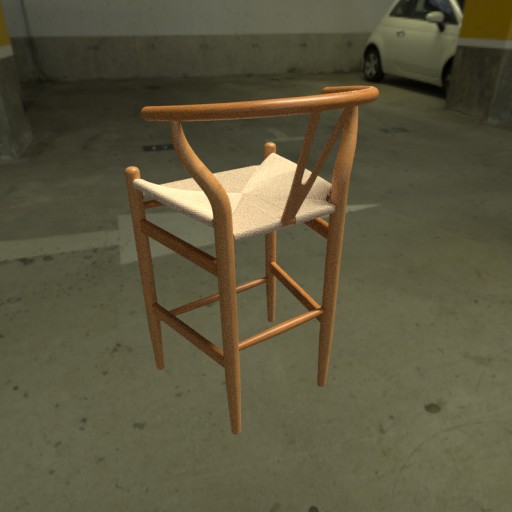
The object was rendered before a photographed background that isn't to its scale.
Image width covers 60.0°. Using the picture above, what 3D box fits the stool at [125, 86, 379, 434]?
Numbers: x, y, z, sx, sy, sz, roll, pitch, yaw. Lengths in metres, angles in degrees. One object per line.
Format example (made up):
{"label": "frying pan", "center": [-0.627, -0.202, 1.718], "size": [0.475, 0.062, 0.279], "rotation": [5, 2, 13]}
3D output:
{"label": "stool", "center": [0.000, 0.000, 1.302], "size": [0.569, 0.970, 0.579], "rotation": [-18, 33, -30]}
